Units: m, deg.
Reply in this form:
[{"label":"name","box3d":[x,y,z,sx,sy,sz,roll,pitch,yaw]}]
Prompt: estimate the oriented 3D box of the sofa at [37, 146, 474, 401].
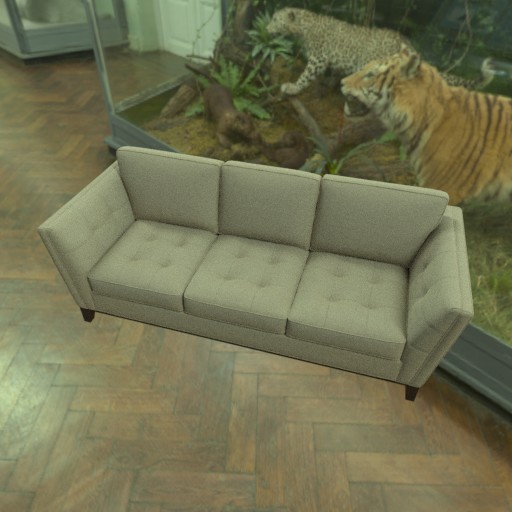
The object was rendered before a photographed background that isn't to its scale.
[{"label":"sofa","box3d":[0.000,0.000,2.849,2.388,0.940,0.965,11,41,13]}]
